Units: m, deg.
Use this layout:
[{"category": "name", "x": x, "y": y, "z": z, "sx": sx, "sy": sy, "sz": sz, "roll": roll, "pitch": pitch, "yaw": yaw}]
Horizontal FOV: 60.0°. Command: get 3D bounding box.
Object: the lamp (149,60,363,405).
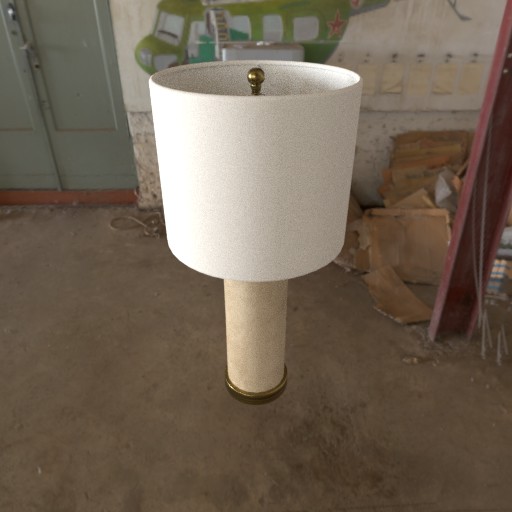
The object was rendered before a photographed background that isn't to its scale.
[{"category": "lamp", "x": 0.000, "y": 0.000, "z": 0.802, "sx": 0.305, "sy": 0.634, "sz": 0.305, "roll": 20, "pitch": 36, "yaw": 29}]
